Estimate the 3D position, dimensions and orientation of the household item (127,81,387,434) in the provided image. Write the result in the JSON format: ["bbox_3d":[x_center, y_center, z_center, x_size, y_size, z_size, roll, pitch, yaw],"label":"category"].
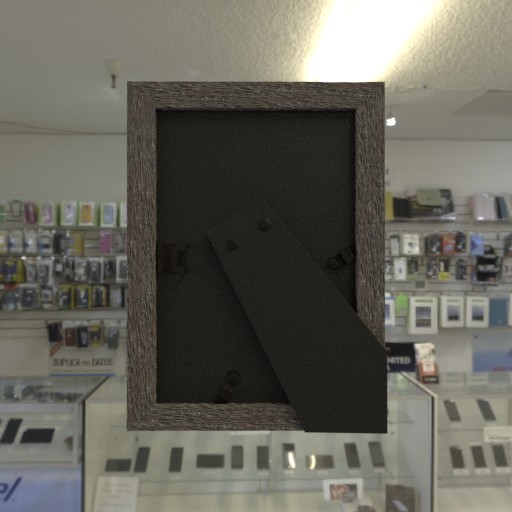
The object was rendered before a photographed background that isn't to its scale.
[{"bbox_3d":[0.000,0.000,0.234,0.133,0.180,0.020,0,0,0],"label":"household item"}]
